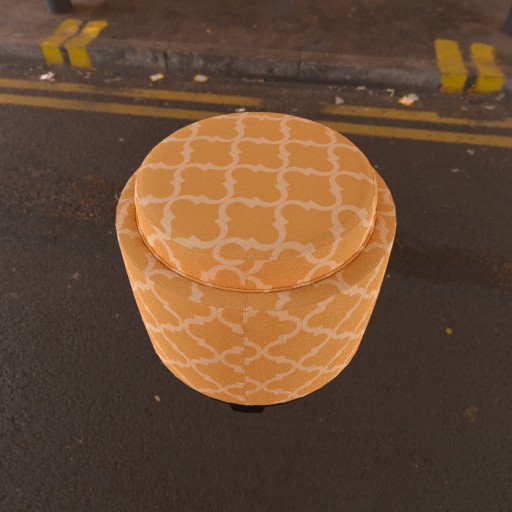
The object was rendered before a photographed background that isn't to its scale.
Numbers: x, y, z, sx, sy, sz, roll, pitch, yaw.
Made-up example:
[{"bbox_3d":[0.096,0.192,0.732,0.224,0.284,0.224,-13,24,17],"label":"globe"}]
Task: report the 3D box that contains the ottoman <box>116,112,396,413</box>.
[{"bbox_3d":[0.000,0.000,0.865,0.480,0.429,0.480,0,47,0],"label":"ottoman"}]
